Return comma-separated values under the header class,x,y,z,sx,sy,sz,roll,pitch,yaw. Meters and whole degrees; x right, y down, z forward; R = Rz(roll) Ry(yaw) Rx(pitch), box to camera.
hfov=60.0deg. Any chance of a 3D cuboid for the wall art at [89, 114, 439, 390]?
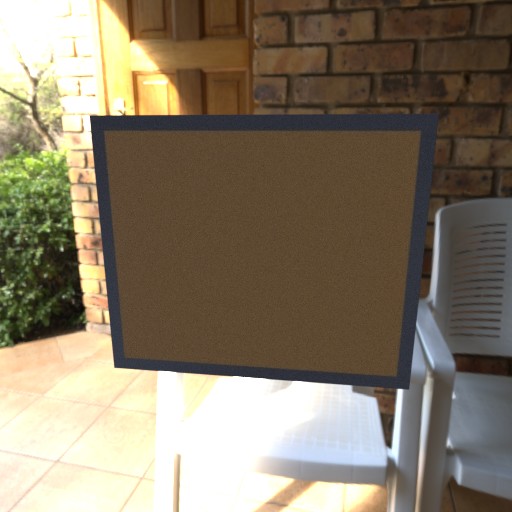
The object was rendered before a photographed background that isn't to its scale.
class,x,y,z,sx,sy,sz,roll,pitch,yaw
wall art,0.000,0.000,0.919,0.660,0.558,0.026,2,16,7
